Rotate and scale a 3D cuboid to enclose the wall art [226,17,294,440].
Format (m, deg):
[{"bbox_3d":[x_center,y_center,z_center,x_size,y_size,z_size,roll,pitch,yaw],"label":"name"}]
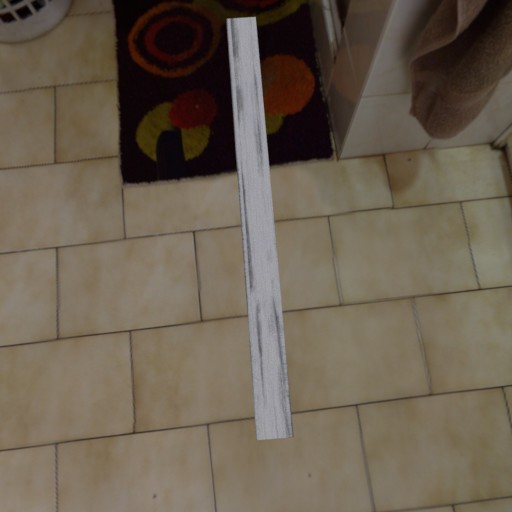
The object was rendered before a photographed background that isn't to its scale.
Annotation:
[{"bbox_3d":[0.000,0.000,0.753,0.038,0.506,0.506,-4,76,-1],"label":"wall art"}]
